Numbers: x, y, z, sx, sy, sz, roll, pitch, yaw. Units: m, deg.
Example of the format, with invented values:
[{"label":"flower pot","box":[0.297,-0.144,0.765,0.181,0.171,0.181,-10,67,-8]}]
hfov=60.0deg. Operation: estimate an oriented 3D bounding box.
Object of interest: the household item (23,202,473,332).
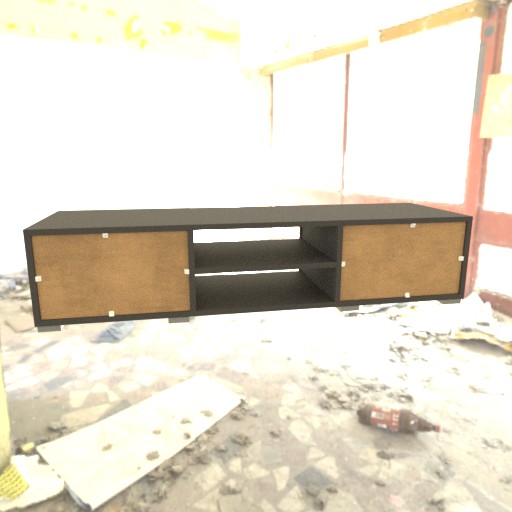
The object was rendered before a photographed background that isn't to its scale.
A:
[{"label":"household item","box":[0.000,0.000,1.595,1.400,0.310,0.420,-2,14,-10]}]
